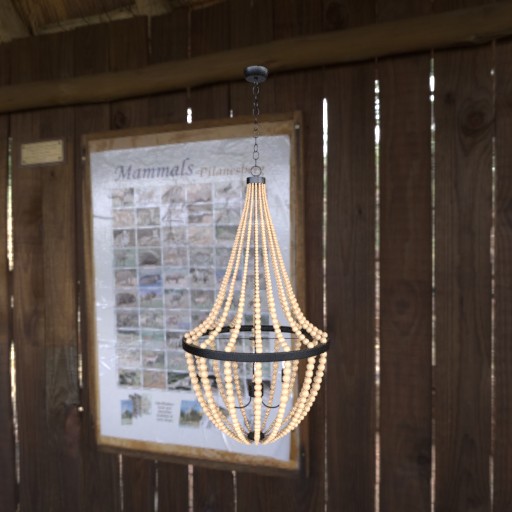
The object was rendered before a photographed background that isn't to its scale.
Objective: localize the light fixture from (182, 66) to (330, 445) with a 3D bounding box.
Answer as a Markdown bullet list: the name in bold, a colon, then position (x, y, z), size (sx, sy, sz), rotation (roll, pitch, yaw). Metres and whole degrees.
- **light fixture**: position (0.000, 0.000, 1.364), size (0.450, 1.133, 0.450), rotation (0, 1, 0)
